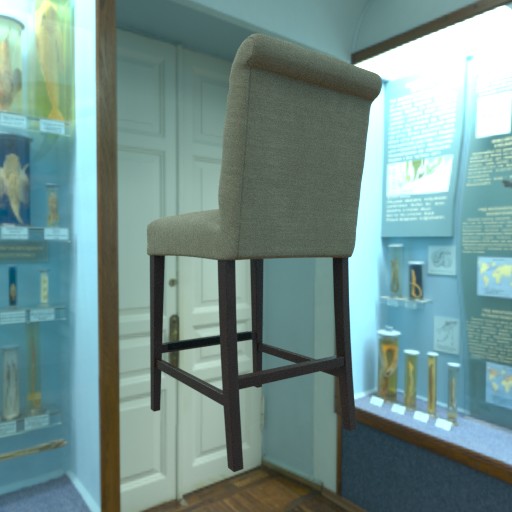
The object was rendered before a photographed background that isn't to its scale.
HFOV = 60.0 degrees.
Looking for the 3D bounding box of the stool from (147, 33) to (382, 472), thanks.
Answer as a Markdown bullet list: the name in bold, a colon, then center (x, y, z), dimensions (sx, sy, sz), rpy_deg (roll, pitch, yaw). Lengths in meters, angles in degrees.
- **stool**: center (0.000, 0.000, 1.426), dimensions (0.486, 1.084, 0.660), rpy_deg (-1, 2, -36)
